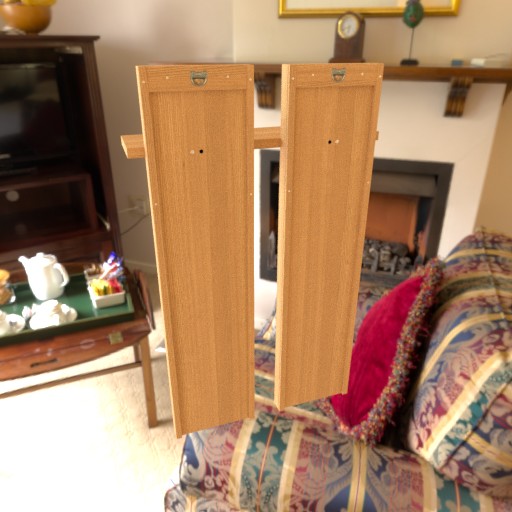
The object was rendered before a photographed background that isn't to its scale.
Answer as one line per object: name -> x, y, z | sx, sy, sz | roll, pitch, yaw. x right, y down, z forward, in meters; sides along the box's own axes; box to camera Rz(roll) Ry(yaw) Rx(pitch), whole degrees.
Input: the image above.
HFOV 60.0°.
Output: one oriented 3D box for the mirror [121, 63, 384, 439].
mirror -> 0.000, 0.000, 1.567 | 0.800, 1.250, 0.260 | -9, 26, -18
